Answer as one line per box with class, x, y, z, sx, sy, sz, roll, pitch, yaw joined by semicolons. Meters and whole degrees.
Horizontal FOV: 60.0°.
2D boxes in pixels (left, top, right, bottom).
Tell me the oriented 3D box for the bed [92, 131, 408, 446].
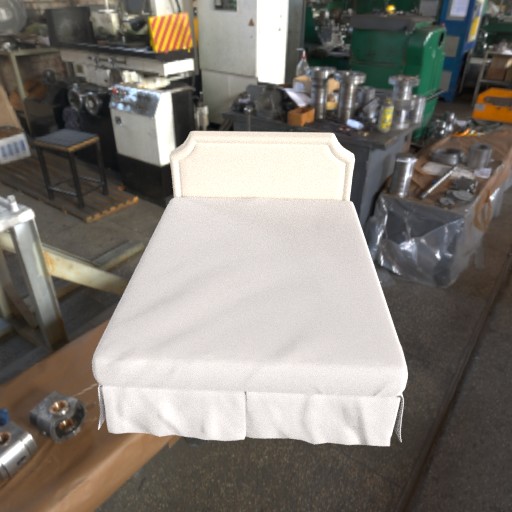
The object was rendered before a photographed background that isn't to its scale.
bed;0.000;0.000;3.557;1.977;1.293;2.498;1;32;2
